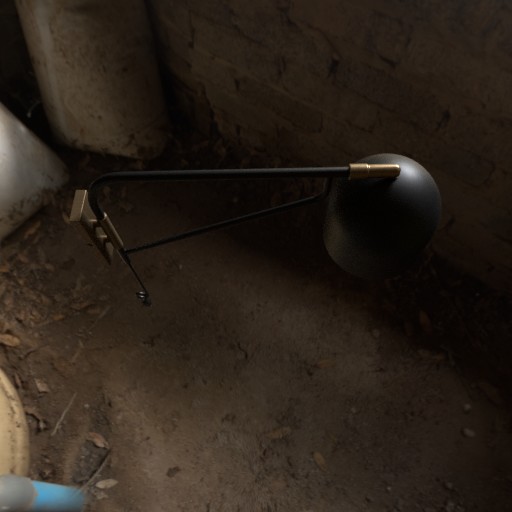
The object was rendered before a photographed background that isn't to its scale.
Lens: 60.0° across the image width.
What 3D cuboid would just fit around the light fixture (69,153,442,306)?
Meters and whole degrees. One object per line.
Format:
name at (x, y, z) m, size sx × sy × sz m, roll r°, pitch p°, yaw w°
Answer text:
light fixture at (0.000, 0.000, 1.066) m, size 0.720 × 0.696 × 0.215 m, roll 0°, pitch 64°, yaw 0°
